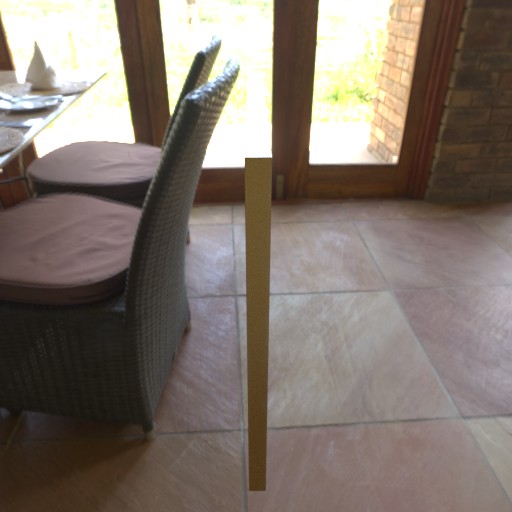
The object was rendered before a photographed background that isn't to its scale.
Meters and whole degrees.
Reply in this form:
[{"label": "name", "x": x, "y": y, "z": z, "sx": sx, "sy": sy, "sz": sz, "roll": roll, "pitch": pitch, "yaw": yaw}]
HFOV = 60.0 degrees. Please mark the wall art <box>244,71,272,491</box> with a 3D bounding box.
[{"label": "wall art", "x": 0.000, "y": 0.000, "z": 1.116, "sx": 0.037, "sy": 0.760, "sz": 0.762, "roll": 0, "pitch": 31, "yaw": 0}]
